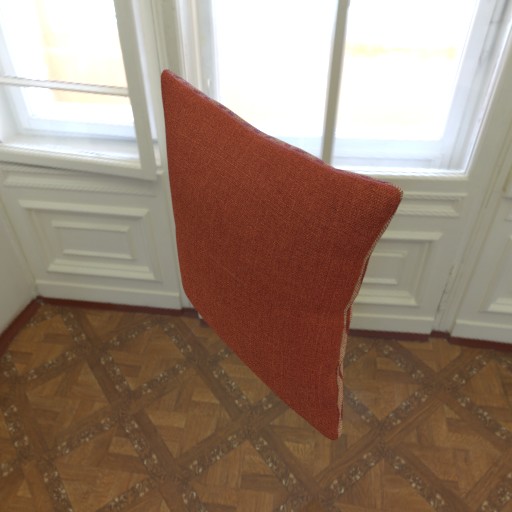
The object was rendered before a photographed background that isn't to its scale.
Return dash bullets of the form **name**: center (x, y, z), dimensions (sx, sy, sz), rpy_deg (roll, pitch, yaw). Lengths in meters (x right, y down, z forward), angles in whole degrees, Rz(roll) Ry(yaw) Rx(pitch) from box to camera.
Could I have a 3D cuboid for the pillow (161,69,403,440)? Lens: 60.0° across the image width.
- **pillow**: center (0.000, 0.000, 0.650), dimensions (0.159, 0.434, 0.429), rpy_deg (-26, 46, -29)
